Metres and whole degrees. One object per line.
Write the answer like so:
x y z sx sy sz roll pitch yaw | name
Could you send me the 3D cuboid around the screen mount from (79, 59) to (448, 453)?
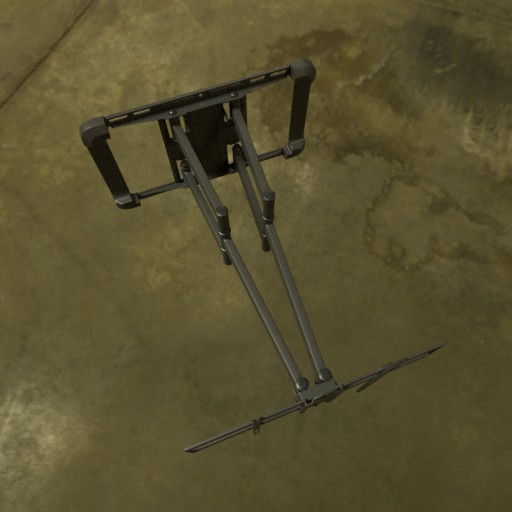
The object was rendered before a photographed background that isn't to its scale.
0.000 0.000 1.319 0.725 0.483 0.905 -19 66 -9 | screen mount
